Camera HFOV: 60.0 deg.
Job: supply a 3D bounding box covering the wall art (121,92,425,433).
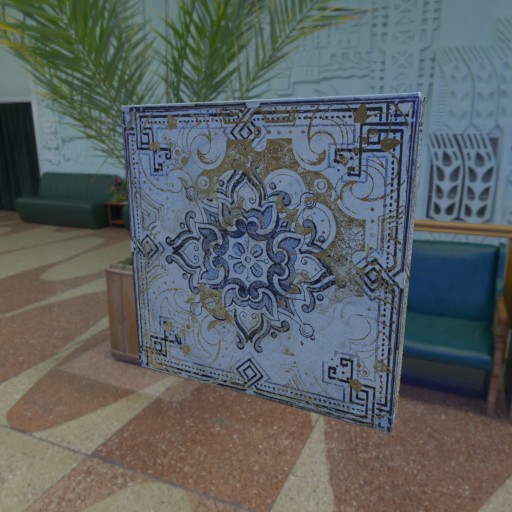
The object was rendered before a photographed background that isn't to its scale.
[{"bbox_3d":[0.000,0.000,0.462,0.302,0.306,0.038,7,16,25],"label":"wall art"}]
